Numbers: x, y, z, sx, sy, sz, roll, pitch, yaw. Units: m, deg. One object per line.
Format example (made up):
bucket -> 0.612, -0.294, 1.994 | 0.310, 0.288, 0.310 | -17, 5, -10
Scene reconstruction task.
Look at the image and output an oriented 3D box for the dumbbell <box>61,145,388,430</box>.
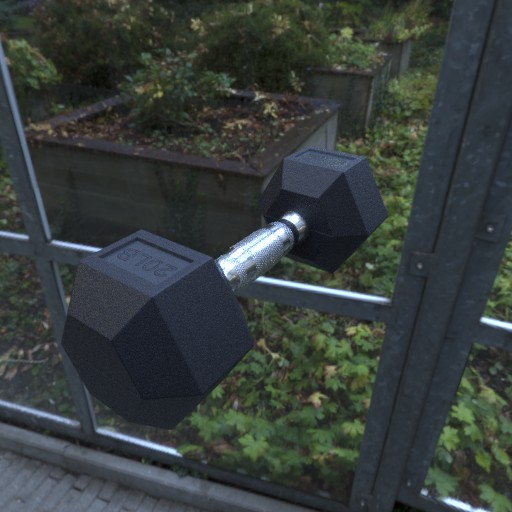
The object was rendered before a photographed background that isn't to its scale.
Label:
dumbbell -> 0.000, 0.000, 0.317 | 0.106, 0.092, 0.272 | 20, 37, 30
